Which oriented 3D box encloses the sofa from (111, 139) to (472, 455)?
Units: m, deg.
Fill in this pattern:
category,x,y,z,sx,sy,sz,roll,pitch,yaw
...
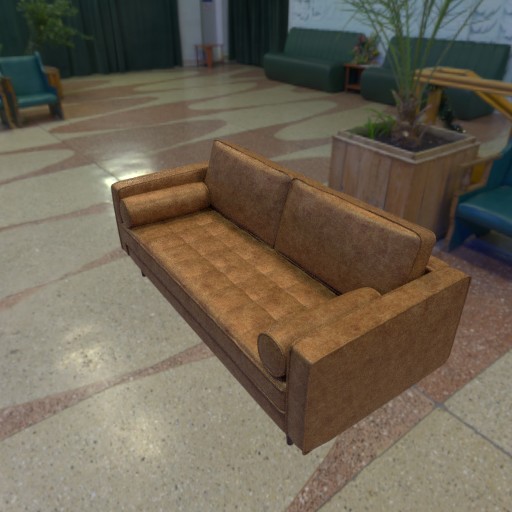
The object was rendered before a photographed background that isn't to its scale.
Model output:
category,x,y,z,sx,sy,sz,roll,pitch,yaw
sofa,0.000,0.000,2.395,0.924,0.825,1.920,-20,36,-29
